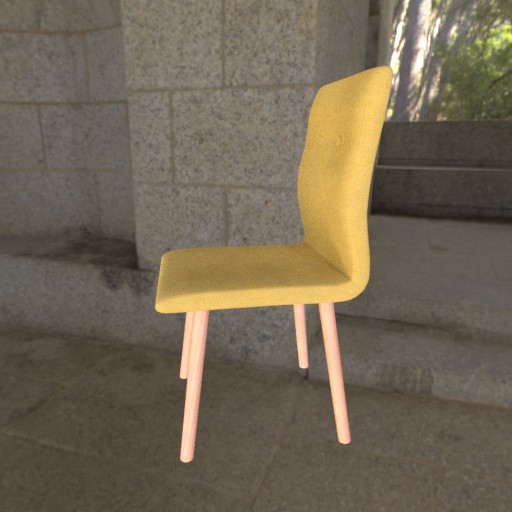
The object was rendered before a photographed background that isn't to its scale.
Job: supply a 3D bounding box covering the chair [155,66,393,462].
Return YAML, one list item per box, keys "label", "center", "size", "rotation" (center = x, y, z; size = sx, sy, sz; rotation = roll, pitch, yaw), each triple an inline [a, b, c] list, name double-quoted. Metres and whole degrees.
- label: "chair"
  center: [0.000, 0.000, 1.269]
  size: [0.550, 0.965, 0.450]
  rotation: [-2, 15, -9]
